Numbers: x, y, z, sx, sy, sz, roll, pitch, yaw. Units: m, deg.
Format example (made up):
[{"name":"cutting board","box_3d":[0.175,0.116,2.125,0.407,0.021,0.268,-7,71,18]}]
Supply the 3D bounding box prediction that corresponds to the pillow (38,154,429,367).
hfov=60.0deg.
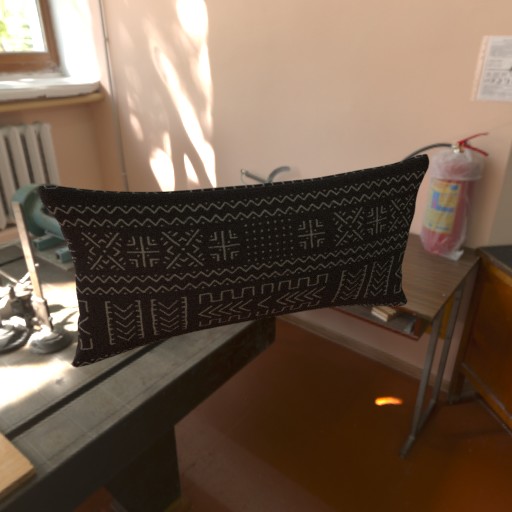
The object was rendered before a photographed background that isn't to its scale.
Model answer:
[{"name":"pillow","box_3d":[0.000,0.000,0.789,0.667,0.322,0.135,-8,27,-16]}]
